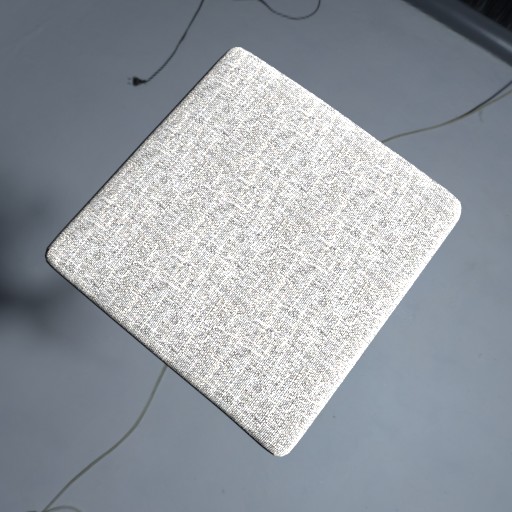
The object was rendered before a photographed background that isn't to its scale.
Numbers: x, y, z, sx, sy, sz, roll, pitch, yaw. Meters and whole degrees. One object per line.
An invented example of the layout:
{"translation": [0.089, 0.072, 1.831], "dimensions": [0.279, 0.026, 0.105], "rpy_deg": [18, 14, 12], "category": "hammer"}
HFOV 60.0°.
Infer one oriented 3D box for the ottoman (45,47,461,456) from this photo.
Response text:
{"translation": [0.000, 0.000, 0.912], "dimensions": [0.512, 0.453, 0.521], "rpy_deg": [38, 80, 8], "category": "ottoman"}
